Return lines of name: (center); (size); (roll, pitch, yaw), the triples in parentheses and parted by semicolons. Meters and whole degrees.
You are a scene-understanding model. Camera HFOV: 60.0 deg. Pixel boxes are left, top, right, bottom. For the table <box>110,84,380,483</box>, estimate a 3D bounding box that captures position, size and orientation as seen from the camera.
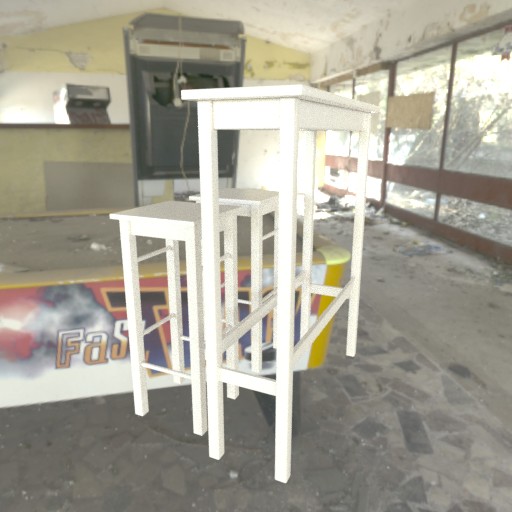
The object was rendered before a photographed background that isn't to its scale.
table: (0.000, 0.000, 1.618); (0.650, 1.065, 0.915); (7, 17, 24)
